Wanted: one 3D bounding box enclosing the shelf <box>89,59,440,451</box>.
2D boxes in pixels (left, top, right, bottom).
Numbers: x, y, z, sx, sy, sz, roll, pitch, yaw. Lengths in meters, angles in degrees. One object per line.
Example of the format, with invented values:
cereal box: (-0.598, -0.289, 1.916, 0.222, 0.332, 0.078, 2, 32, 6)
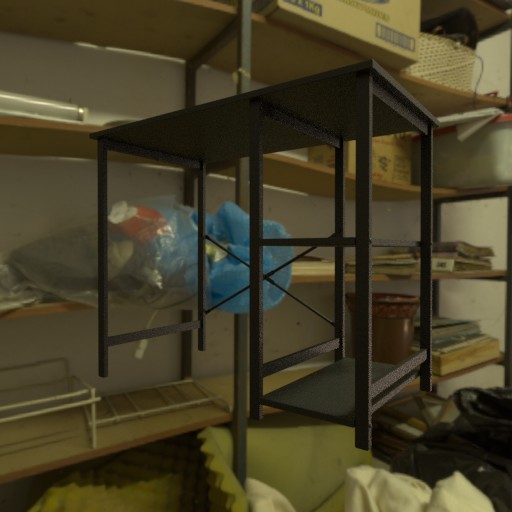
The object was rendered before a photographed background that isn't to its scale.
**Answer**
shelf: (0.000, 0.000, 1.300, 0.902, 0.749, 0.498, 1, 1, 36)
